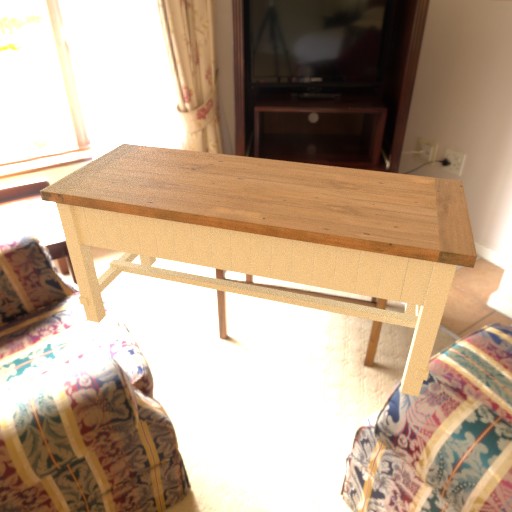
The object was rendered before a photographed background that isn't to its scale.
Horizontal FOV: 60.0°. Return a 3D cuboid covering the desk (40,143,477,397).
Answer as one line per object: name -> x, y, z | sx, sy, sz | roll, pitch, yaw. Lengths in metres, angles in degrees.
desk -> 0.000, 0.000, 2.229 | 1.803, 0.762, 0.688 | 10, 34, 15
